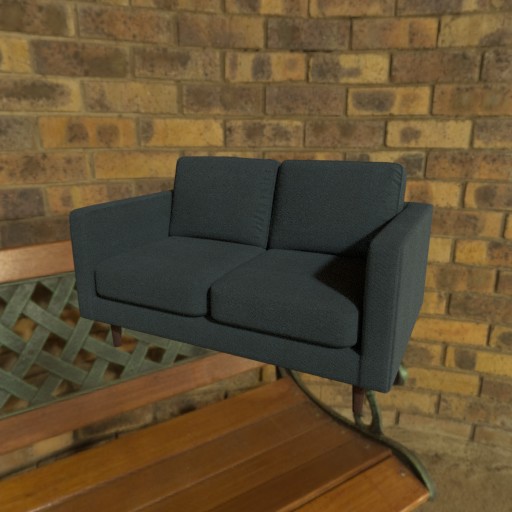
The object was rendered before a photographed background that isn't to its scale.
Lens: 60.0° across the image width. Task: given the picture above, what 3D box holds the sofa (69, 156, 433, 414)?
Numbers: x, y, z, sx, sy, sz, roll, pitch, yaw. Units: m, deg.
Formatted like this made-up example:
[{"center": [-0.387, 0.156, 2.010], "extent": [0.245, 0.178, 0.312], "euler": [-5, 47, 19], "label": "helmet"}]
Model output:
[{"center": [0.000, 0.000, 2.209], "extent": [1.518, 0.930, 0.999], "euler": [8, 18, 25], "label": "sofa"}]
